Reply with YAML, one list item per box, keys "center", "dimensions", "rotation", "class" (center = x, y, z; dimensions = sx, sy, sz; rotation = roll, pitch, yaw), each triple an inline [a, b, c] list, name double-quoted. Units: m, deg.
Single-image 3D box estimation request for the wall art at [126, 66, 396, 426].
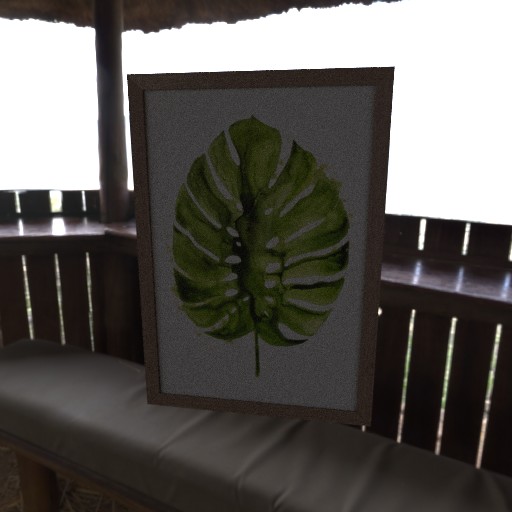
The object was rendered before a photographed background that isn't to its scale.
- center: [0.000, 0.000, 0.656]
  dimensions: [0.358, 0.510, 0.032]
  rotation: [2, 14, 9]
  class: "wall art"
